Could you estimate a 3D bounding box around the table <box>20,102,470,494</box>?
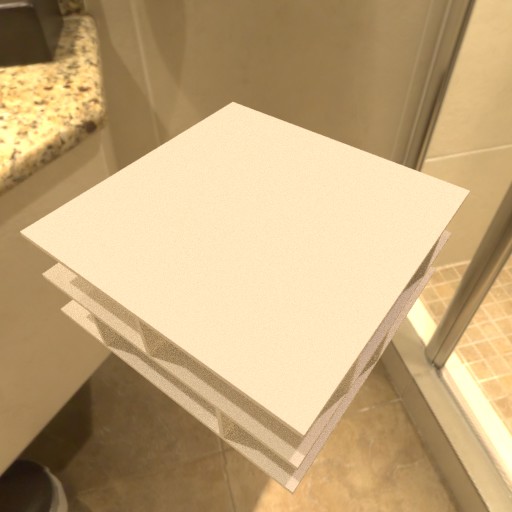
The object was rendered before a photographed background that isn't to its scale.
[{"bbox_3d":[0.000,0.000,1.071,0.700,0.289,0.700,29,53,25],"label":"table"}]
